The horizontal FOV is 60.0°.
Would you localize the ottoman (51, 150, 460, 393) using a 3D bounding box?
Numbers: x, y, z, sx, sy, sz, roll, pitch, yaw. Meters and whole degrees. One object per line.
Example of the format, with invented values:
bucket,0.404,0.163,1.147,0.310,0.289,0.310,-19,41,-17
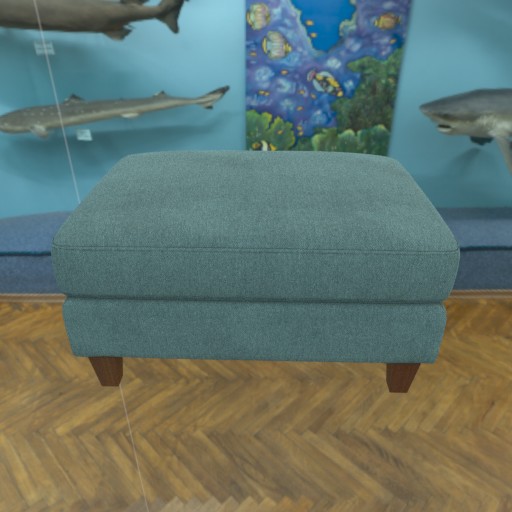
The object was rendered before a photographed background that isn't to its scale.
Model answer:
ottoman,0.000,0.000,1.212,0.864,0.483,0.584,1,31,1
